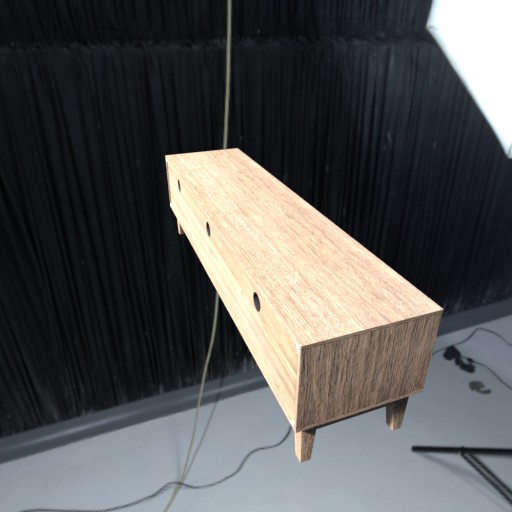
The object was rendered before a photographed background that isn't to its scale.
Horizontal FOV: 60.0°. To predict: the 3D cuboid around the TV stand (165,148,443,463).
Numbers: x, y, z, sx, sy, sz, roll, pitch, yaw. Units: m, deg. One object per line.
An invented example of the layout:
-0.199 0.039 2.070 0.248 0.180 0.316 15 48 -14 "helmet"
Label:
0.000 0.000 1.675 0.366 0.409 1.482 -10 31 -18 "TV stand"
